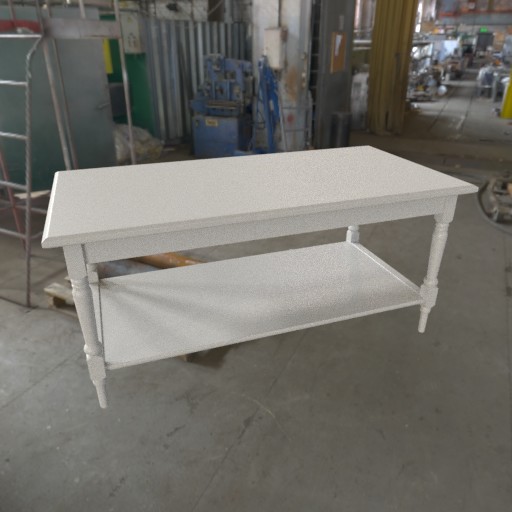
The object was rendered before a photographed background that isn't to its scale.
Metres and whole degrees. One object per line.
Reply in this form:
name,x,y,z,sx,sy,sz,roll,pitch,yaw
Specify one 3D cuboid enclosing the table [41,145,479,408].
table,0.000,0.000,1.398,1.109,0.506,0.551,-9,27,-17
